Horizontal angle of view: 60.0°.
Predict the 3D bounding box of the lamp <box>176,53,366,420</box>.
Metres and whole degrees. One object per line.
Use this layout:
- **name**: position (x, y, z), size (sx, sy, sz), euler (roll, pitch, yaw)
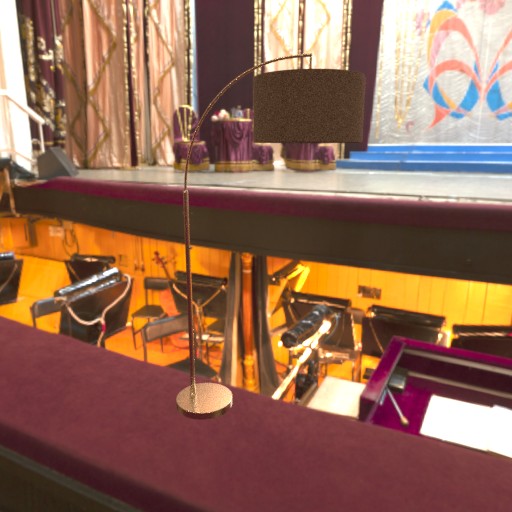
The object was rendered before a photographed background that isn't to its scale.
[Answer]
- **lamp**: position (0.000, 0.000, 2.096), size (0.934, 1.735, 0.452), euler (7, 15, 25)
